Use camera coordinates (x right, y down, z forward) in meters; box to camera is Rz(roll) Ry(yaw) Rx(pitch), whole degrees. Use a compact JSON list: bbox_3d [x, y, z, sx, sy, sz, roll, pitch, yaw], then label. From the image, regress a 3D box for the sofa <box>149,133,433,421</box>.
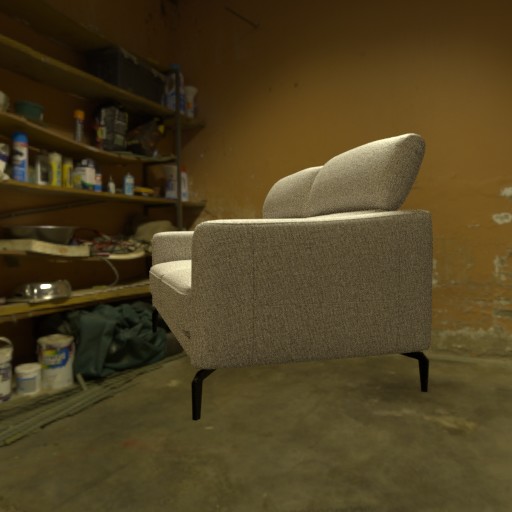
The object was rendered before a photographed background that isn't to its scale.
[{"bbox_3d":[0.000,0.000,2.121,0.905,0.950,1.540,0,2,-18],"label":"sofa"}]
